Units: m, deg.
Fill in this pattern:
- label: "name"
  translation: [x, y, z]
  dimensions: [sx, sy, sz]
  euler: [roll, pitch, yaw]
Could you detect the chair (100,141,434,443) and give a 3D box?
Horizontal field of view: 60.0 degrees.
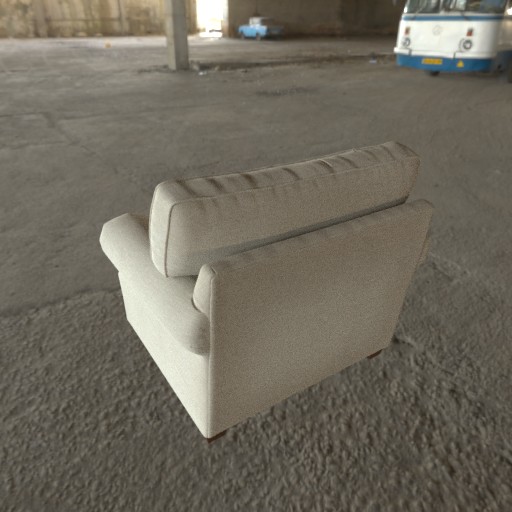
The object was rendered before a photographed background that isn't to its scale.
- label: "chair"
  translation: [0.000, 0.000, 1.861]
  dimensions: [1.092, 0.961, 0.965]
  euler: [-17, 33, -29]
